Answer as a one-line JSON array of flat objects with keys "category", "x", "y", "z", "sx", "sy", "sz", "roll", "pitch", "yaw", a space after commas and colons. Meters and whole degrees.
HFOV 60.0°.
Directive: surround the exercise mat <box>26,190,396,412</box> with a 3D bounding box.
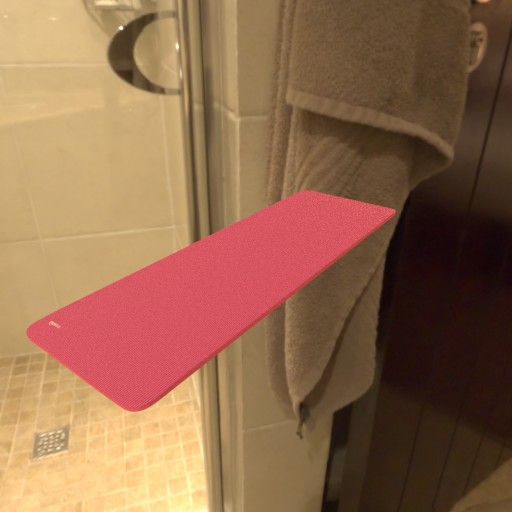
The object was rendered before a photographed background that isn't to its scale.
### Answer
[{"category": "exercise mat", "x": 0.000, "y": 0.000, "z": 2.017, "sx": 0.616, "sy": 0.021, "sz": 1.884, "roll": 19, "pitch": 33, "yaw": 32}]
